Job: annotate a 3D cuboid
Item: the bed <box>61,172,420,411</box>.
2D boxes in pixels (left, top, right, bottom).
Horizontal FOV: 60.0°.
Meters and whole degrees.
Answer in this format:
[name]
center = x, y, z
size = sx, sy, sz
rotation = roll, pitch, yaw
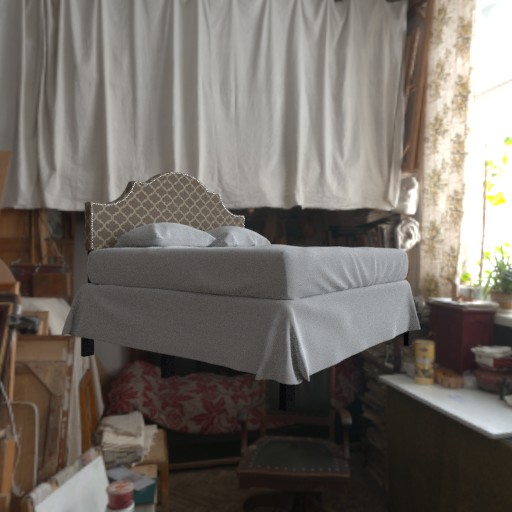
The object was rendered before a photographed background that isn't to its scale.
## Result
[bed]
center = 0.000, 0.000, 3.774
size = 2.222, 1.601, 2.314
rotation = 1, 1, 37
